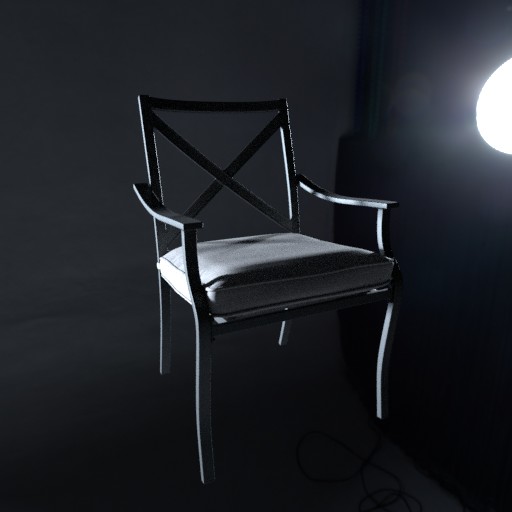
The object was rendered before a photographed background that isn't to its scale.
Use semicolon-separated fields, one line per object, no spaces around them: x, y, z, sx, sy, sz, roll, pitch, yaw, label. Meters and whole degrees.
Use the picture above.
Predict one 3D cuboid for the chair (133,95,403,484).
0.000;0.000;1.276;0.575;0.889;0.620;-8;18;-25;chair
